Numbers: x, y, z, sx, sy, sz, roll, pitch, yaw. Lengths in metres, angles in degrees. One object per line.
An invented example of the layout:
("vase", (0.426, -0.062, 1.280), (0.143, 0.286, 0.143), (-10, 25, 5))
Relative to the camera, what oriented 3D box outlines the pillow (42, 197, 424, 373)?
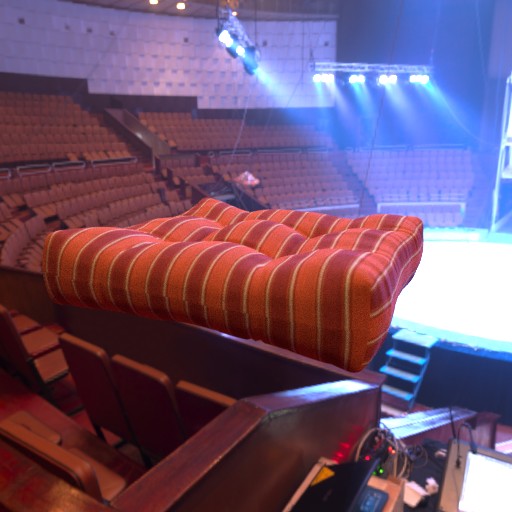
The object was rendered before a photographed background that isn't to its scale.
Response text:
("pillow", (0.000, 0.000, 0.736), (0.490, 0.133, 0.468), (7, 15, 25))
